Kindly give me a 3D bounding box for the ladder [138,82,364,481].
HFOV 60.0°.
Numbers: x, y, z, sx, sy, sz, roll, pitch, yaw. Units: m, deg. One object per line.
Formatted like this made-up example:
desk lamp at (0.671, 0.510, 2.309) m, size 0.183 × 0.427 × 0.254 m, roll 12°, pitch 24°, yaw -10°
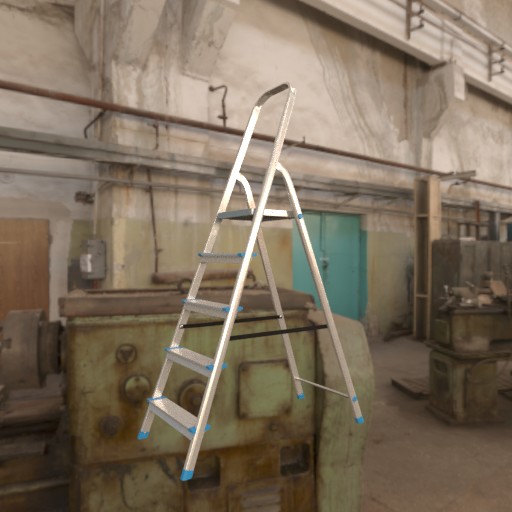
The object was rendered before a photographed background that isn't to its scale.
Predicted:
ladder at (0.000, 0.000, 2.097) m, size 0.990 × 1.648 × 0.468 m, roll 0°, pitch 0°, yaw -35°
